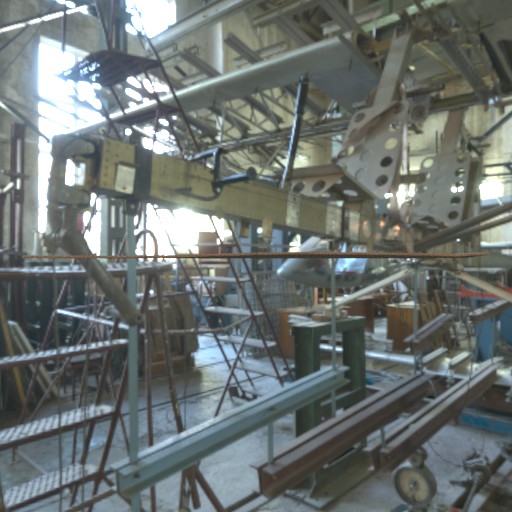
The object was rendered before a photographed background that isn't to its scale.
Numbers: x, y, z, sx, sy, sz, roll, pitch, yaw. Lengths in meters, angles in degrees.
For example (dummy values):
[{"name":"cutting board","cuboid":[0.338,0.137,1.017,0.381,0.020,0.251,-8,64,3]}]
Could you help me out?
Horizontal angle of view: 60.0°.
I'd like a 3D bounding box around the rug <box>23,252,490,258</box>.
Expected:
[{"name":"rug","cuboid":[0.000,0.000,2.327,1.837,0.025,1.230,0,0,-2]}]
